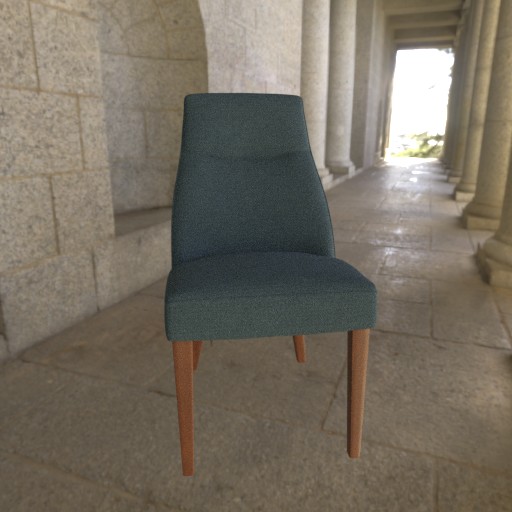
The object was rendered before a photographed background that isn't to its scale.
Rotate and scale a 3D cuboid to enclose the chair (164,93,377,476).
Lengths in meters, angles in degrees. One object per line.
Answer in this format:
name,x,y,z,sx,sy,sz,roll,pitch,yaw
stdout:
chair,0.000,0.000,1.281,0.500,0.930,0.620,-2,16,-8
